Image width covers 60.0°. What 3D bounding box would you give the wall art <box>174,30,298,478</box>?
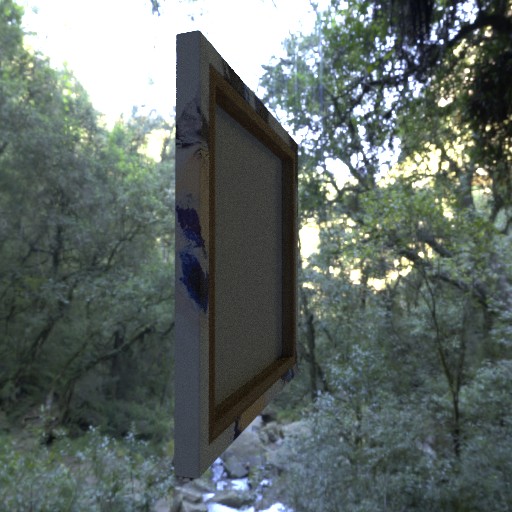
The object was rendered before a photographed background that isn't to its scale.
[{"bbox_3d":[0.000,0.000,0.892,0.039,0.609,0.609,0,-1,18],"label":"wall art"}]
